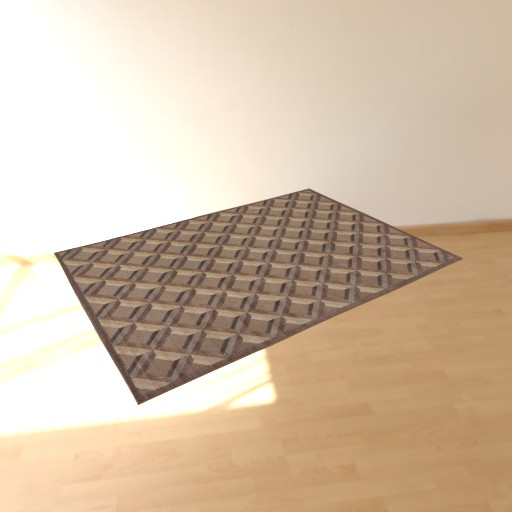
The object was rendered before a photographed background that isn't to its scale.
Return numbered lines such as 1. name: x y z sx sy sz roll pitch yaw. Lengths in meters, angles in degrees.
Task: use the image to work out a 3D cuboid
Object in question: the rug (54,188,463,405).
1. rug: 0.000 0.000 2.979 2.260 0.013 1.600 -18 34 -29
